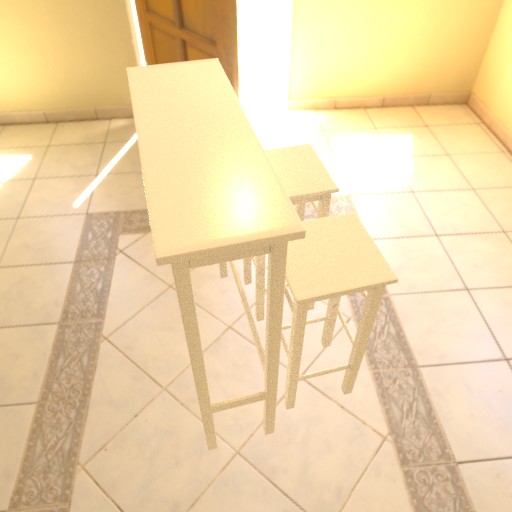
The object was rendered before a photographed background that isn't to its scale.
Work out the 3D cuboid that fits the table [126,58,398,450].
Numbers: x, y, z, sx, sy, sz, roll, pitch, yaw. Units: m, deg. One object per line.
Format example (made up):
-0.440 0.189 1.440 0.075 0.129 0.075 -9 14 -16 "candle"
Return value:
0.000 0.000 1.608 0.650 1.065 0.915 -11 47 -10 "table"
